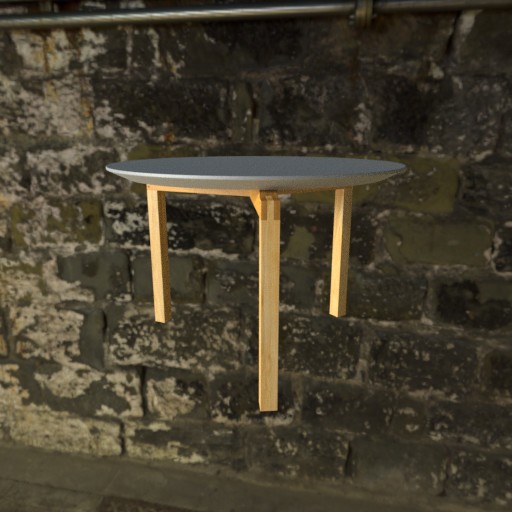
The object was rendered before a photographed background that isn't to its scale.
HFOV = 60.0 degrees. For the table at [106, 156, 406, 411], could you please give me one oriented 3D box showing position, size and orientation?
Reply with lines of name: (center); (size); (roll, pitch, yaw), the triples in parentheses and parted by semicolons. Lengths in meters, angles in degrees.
table: (0.000, 0.000, 0.985); (0.600, 0.405, 0.600); (0, 15, 0)
